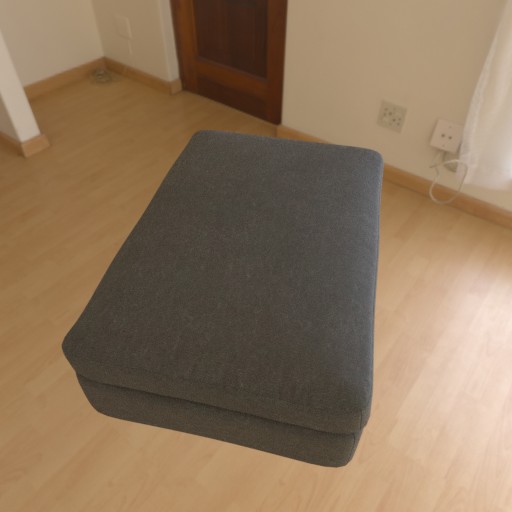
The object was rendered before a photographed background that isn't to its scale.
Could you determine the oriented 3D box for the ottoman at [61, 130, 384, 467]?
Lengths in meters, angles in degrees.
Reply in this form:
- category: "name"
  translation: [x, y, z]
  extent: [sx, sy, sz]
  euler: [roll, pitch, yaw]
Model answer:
- category: "ottoman"
  translation: [0.000, 0.000, 1.588]
  extent: [0.840, 0.429, 1.199]
  euler: [9, 46, 9]
